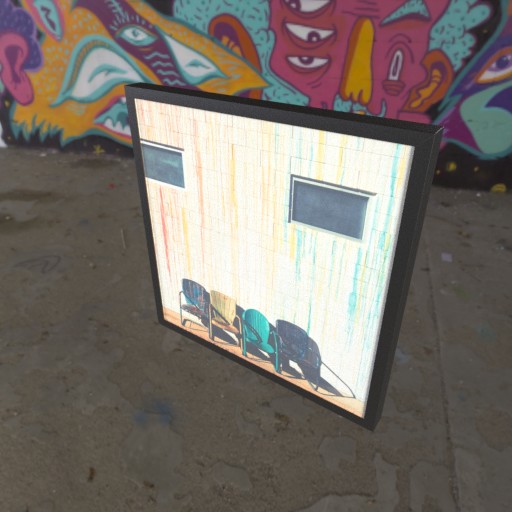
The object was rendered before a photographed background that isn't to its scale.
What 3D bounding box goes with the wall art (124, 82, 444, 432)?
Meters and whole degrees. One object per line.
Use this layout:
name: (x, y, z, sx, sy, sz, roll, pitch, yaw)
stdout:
wall art: (0.000, 0.000, 0.755, 0.506, 0.506, 0.037, 19, 36, 29)
